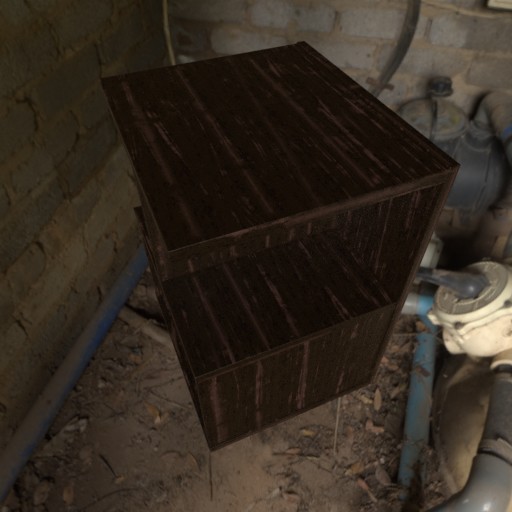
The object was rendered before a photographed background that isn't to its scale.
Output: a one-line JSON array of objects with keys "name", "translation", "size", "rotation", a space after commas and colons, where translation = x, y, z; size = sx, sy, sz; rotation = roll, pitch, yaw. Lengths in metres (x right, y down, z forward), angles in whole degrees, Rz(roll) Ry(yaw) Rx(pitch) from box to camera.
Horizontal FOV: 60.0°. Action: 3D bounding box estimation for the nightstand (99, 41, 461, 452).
[{"name": "nightstand", "translation": [0.000, 0.000, 0.805], "size": [0.356, 0.559, 0.400], "rotation": [-17, 49, -16]}]
